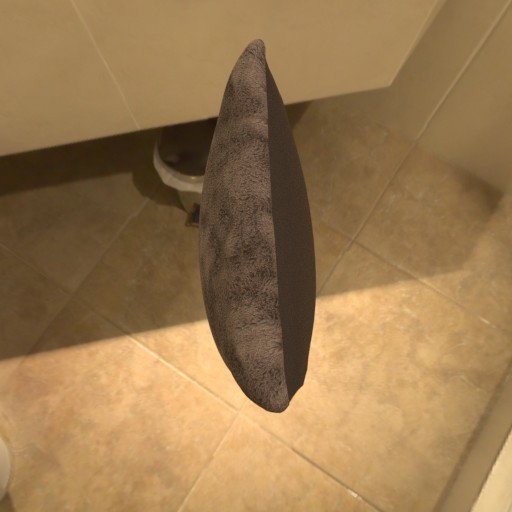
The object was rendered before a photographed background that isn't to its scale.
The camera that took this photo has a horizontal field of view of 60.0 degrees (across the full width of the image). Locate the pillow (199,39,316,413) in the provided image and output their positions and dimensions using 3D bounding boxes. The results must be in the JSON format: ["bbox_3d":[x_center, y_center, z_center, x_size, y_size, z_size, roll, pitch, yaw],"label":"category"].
[{"bbox_3d":[0.000,0.000,0.814,0.204,0.520,0.522,-3,76,-1],"label":"pillow"}]
